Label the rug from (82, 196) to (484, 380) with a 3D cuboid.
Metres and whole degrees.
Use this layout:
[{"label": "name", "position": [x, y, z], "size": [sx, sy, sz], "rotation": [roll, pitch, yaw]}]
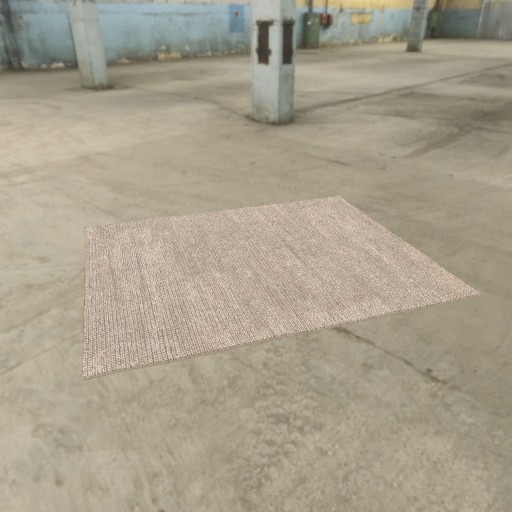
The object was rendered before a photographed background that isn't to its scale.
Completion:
[{"label": "rug", "position": [0.000, 0.000, 4.151], "size": [3.052, 0.030, 2.429], "rotation": [-9, 29, -16]}]
